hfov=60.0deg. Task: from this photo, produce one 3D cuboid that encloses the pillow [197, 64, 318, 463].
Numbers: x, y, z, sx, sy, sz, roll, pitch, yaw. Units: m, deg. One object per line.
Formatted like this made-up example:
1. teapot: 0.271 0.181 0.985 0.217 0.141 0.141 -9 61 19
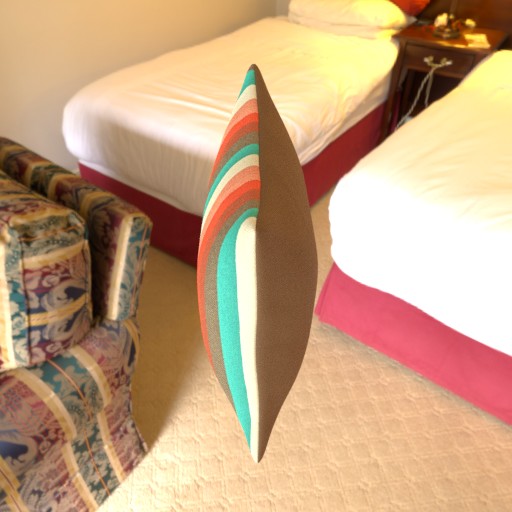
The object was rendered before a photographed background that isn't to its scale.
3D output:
1. pillow: 0.000 0.000 0.692 0.168 0.443 0.453 0 40 0
